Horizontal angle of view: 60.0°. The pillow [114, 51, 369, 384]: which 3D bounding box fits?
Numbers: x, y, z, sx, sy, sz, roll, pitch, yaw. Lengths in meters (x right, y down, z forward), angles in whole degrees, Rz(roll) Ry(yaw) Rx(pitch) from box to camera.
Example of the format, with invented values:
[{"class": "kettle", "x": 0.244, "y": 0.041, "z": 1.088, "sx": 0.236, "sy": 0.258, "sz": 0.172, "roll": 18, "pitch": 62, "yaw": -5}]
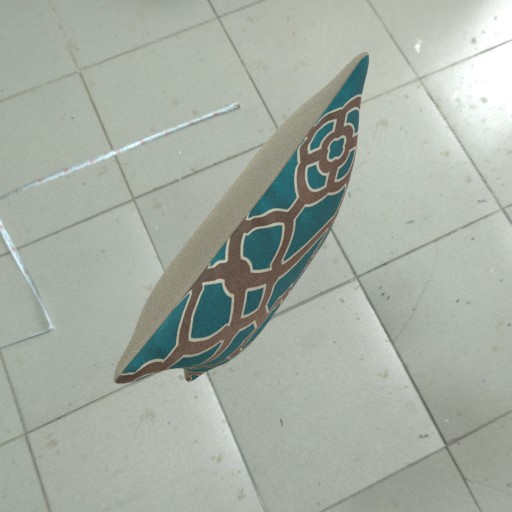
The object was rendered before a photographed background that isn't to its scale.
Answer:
[{"class": "pillow", "x": 0.000, "y": 0.000, "z": 0.780, "sx": 0.166, "sy": 0.507, "sz": 0.526, "roll": 35, "pitch": 78, "yaw": 8}]
